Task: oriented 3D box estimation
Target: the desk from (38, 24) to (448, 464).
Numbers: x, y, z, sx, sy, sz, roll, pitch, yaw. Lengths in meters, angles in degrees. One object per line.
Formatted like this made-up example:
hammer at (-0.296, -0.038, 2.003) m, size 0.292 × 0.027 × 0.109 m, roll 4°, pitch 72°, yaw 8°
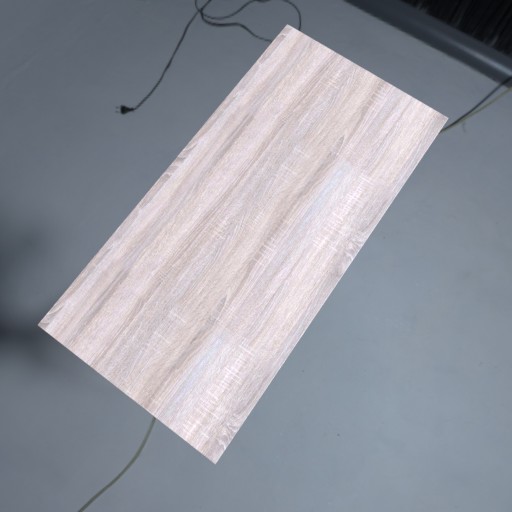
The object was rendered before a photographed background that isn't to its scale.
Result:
desk at (0.000, 0.000, 1.425) m, size 0.495 × 0.762 × 0.991 m, roll 34°, pitch 78°, yaw 9°
